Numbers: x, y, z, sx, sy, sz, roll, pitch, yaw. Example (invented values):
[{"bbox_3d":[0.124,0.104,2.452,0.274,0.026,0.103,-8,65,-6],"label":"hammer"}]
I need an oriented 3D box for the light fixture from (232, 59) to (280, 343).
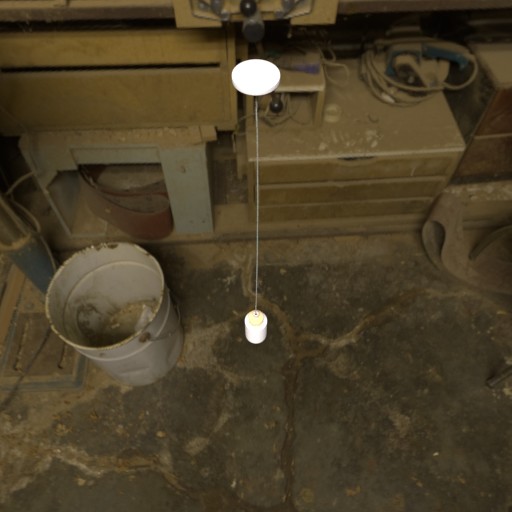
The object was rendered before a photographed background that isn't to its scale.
[{"bbox_3d":[0.000,0.000,1.908,0.125,1.798,0.125,-1,59,-1],"label":"light fixture"}]
